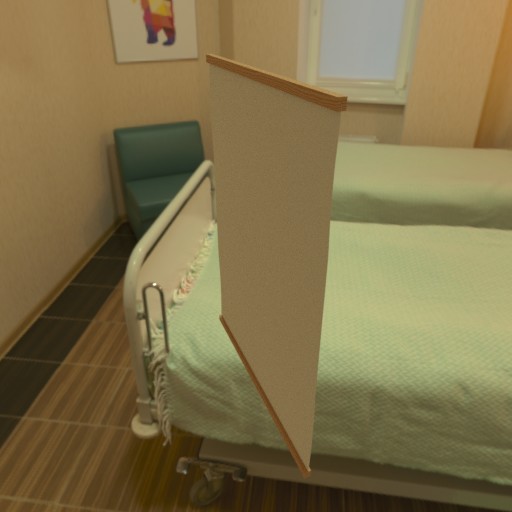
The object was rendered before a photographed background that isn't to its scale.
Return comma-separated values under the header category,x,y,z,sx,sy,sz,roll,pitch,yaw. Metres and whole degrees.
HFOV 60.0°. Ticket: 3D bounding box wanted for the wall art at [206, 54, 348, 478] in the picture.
category,x,y,z,sx,sy,sz,roll,pitch,yaw
wall art,0.000,0.000,0.774,0.011,0.605,0.458,-11,32,-19
